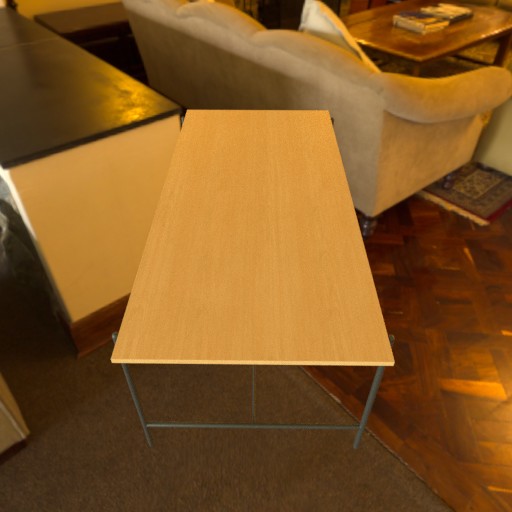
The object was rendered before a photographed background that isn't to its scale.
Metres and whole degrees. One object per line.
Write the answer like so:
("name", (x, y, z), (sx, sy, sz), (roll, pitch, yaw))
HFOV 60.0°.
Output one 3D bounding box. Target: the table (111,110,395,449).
("table", (0.000, 0.000, 2.255), (0.900, 0.758, 1.800), (0, 42, 1))
